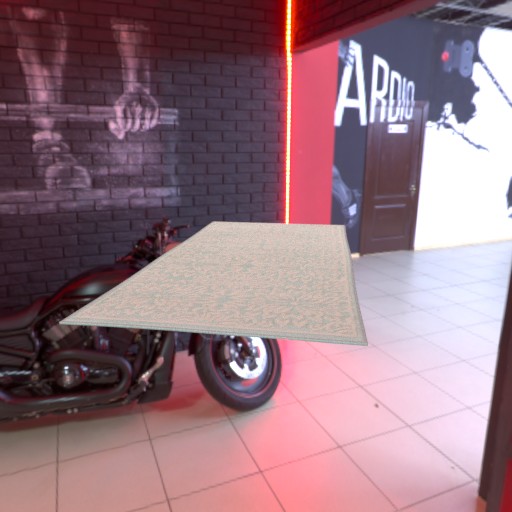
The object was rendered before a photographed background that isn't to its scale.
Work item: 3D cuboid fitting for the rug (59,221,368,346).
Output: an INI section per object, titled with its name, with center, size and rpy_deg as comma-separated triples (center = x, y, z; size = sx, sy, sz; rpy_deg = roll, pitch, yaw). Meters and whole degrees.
[rug]
center = 0.000, 0.000, 1.422
size = 0.604, 0.007, 1.219
rpy_deg = 2, 14, 9
